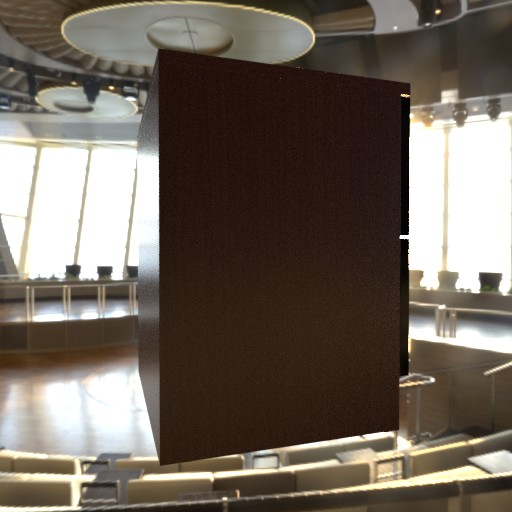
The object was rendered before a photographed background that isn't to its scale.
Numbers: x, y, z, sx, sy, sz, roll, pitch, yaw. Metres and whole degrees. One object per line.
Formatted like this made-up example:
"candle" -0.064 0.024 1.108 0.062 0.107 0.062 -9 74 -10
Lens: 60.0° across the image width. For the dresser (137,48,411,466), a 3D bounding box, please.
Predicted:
"dresser" 0.000 0.000 0.742 0.360 0.470 0.400 0 1 -18
